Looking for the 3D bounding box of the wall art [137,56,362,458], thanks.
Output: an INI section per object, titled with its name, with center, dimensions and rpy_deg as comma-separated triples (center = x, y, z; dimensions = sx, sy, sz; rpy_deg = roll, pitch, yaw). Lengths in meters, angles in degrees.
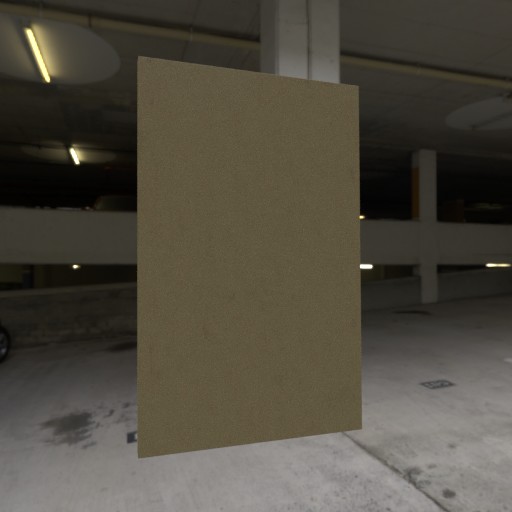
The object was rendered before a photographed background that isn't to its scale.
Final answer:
[wall art]
center = 0.000, 0.000, 0.984
dimensions = 0.510, 0.810, 0.039
rpy_deg = 0, -1, -18
